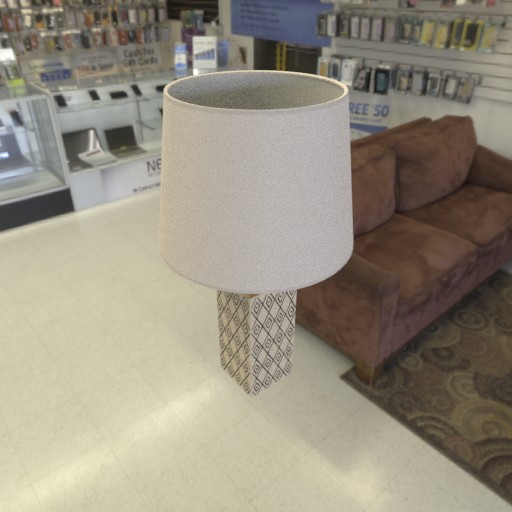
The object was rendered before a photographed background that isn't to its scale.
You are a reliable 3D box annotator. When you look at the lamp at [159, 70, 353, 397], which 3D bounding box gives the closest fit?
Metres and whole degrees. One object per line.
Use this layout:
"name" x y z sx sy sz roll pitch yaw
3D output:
"lamp" 0.000 0.000 0.598 0.251 0.435 0.251 0 32 0
